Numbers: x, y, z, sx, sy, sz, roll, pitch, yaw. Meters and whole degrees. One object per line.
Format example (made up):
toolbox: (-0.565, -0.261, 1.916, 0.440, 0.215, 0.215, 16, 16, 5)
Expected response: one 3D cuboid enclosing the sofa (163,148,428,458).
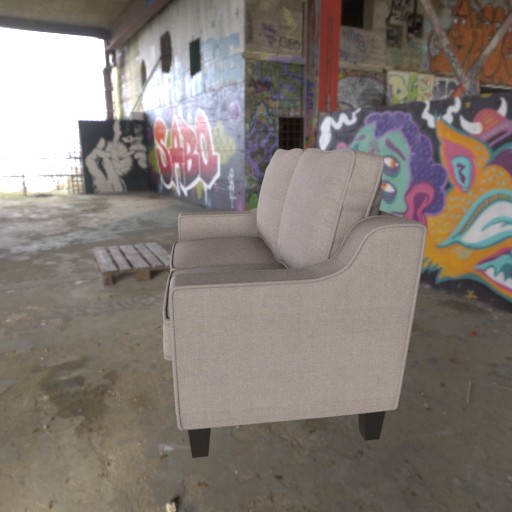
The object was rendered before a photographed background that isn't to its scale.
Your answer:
sofa: (0.000, 0.000, 2.007, 0.791, 0.948, 1.500, -2, 14, -8)
